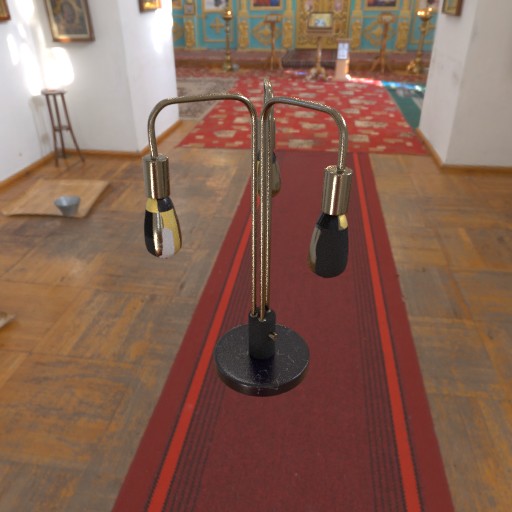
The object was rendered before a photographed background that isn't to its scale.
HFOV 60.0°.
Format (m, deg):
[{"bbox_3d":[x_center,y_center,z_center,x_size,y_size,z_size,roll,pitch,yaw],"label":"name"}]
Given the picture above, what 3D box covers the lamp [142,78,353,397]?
[{"bbox_3d":[0.000,0.000,0.804,0.355,0.560,0.368,-21,35,-32],"label":"lamp"}]
